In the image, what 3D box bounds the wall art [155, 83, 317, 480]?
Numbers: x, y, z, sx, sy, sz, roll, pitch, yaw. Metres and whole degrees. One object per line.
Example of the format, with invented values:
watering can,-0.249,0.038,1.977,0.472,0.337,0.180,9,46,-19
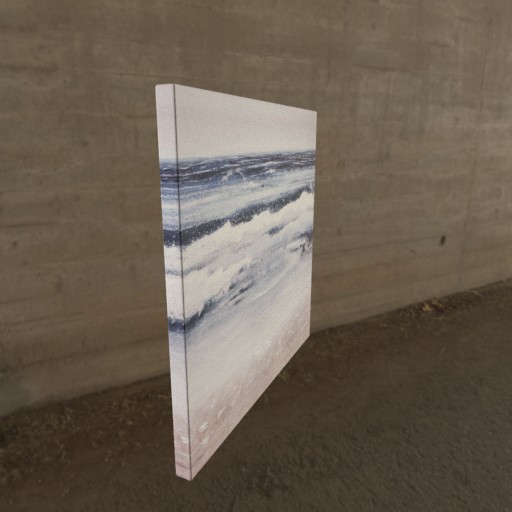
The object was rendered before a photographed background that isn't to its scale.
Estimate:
wall art,0.000,0.000,1.136,0.065,0.747,0.755,7,16,24
